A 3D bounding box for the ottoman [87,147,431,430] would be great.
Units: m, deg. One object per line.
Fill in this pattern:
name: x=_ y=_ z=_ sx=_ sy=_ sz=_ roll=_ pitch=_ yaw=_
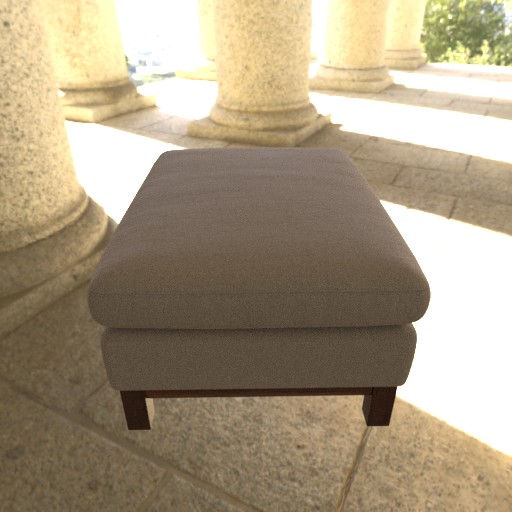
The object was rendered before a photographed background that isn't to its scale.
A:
ottoman: x=0.000 y=0.000 z=1.129 sx=0.606 sy=0.420 sz=0.771 roll=-1 pitch=30 yaw=-1
